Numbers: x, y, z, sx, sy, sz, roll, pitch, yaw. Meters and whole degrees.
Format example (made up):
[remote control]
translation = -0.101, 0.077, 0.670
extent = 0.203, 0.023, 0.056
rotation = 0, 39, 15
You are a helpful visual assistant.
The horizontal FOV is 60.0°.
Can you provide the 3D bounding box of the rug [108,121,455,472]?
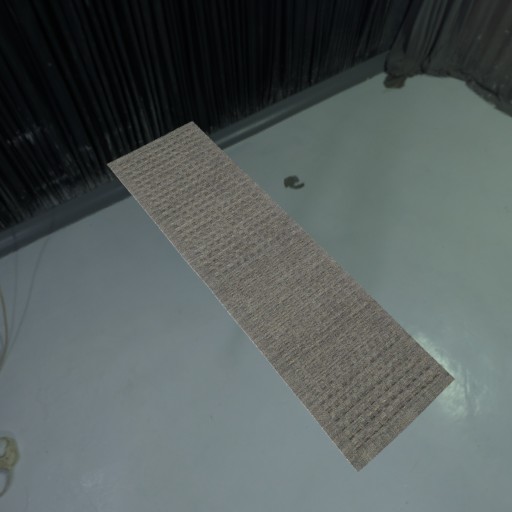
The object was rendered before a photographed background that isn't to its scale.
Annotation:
[rug]
translation = 0.000, 0.000, 2.667
extent = 0.706, 0.009, 2.443
rotation = -33, 64, -19
